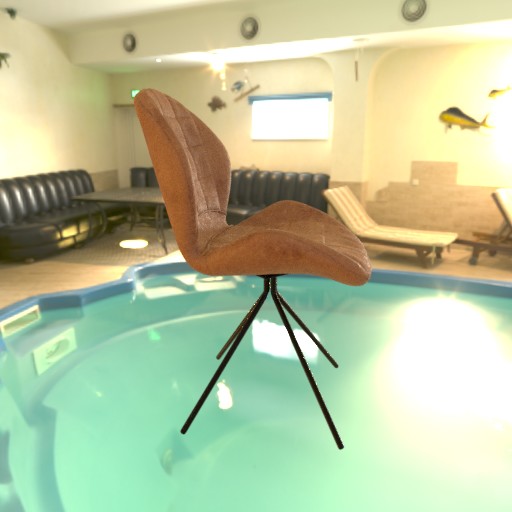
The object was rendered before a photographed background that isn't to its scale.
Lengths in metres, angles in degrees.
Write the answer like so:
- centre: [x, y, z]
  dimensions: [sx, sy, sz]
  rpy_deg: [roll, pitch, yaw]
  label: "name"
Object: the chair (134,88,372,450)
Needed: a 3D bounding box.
- centre: [0.000, 0.000, 1.300]
  dimensions: [0.640, 0.929, 0.527]
  rpy_deg: [2, 15, 8]
  label: "chair"
